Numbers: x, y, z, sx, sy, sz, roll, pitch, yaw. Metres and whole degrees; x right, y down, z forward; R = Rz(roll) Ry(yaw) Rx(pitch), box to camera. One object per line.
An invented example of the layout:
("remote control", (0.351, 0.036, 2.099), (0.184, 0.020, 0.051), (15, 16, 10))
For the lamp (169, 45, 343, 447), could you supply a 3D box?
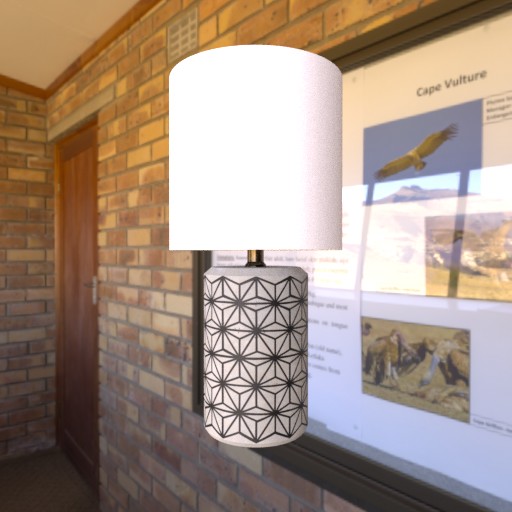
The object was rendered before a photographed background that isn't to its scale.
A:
("lamp", (0.000, 0.000, 0.539), (0.206, 0.416, 0.206), (0, 0, 17))
